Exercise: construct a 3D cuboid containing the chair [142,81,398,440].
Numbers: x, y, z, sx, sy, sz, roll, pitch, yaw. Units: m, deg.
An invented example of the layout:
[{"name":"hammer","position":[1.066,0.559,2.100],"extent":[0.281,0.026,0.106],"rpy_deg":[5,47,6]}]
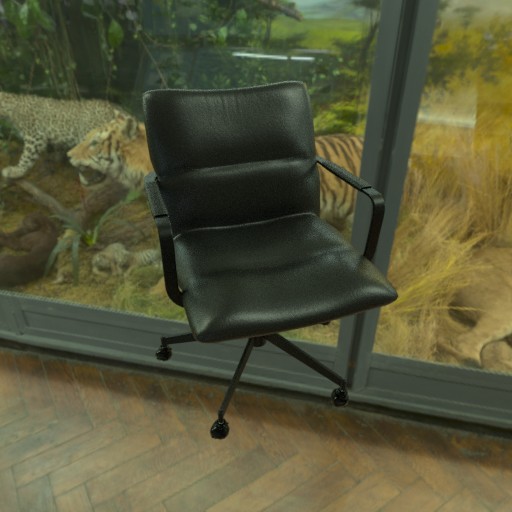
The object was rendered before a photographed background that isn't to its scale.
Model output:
[{"name":"chair","position":[0.000,0.000,1.429],"extent":[0.719,0.922,0.748],"rpy_deg":[-10,33,-15]}]
